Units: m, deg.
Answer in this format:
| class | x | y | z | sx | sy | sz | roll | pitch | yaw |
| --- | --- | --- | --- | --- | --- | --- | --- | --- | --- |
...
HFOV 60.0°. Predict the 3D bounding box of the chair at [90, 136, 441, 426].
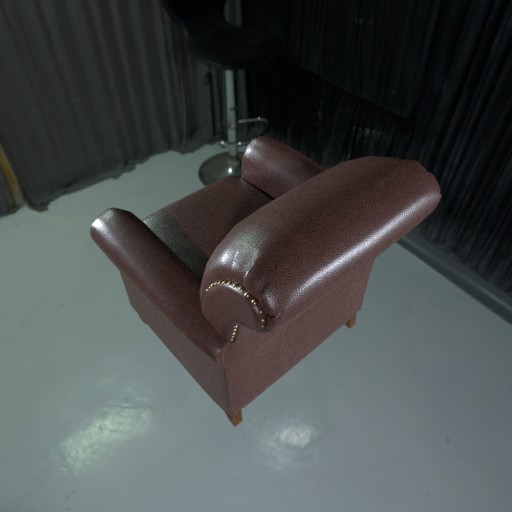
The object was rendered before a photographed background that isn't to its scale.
| class | x | y | z | sx | sy | sz | roll | pitch | yaw |
| --- | --- | --- | --- | --- | --- | --- | --- | --- | --- |
| chair | 0.000 | 0.000 | 1.599 | 0.854 | 0.927 | 0.890 | -33 | 55 | -27 |
